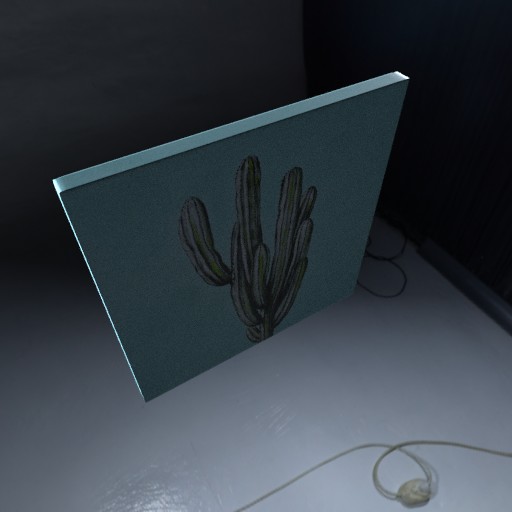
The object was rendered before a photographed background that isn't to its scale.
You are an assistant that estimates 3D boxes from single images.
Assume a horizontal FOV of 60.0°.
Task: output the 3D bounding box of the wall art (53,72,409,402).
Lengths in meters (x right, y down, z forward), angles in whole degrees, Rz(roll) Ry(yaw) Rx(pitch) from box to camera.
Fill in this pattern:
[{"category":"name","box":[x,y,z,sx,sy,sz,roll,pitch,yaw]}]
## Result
[{"category":"wall art","box":[0.000,0.000,1.588,1.071,1.073,0.070,-24,52,-21]}]
